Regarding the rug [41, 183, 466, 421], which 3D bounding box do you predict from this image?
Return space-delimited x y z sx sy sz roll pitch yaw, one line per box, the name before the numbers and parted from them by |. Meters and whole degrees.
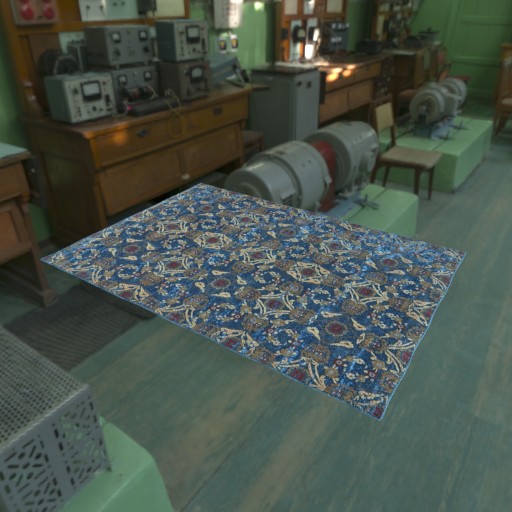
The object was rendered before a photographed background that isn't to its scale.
rug | 0.000 0.000 4.196 3.291 0.013 2.337 19 35 28
